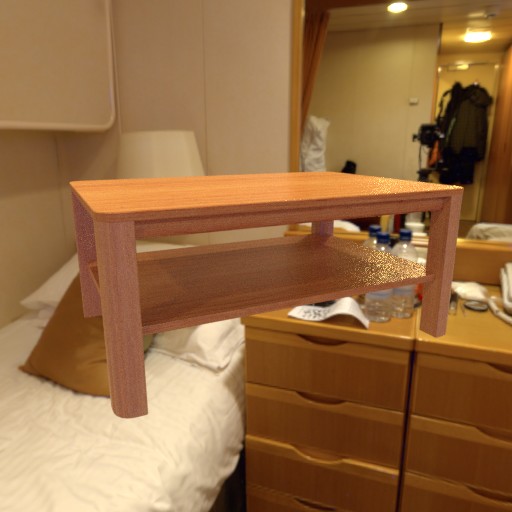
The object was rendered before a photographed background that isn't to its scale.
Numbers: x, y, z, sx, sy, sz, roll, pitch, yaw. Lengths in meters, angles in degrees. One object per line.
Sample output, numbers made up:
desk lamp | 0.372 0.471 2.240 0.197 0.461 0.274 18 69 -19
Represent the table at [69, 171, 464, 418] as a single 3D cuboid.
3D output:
table | 0.000 0.000 1.387 0.997 0.445 0.696 -7 17 -25
